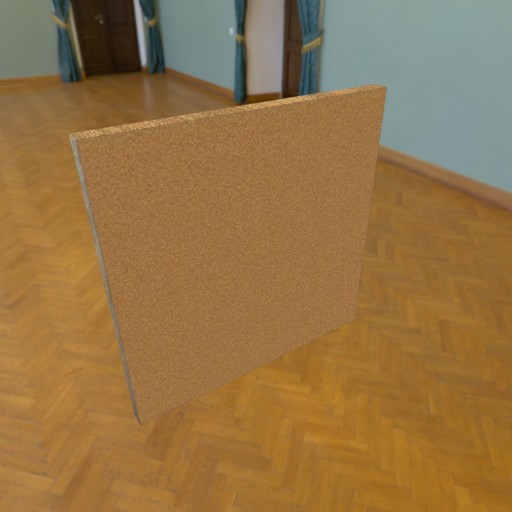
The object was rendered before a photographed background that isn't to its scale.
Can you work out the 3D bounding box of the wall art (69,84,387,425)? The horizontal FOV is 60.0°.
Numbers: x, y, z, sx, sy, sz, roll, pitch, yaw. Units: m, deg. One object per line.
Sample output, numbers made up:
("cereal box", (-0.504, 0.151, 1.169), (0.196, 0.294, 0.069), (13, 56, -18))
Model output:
("wall art", (0.000, 0.000, 0.918), (0.611, 0.608, 0.042), (-19, 37, -28))
